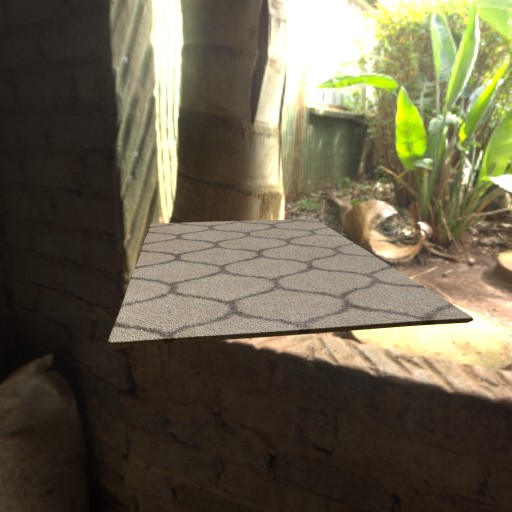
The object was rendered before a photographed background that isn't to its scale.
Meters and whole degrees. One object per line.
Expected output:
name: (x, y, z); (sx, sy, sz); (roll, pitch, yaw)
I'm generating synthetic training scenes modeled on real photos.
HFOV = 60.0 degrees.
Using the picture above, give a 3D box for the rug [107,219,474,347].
rug: (0.000, 0.000, 2.873); (1.501, 0.024, 2.348); (-2, 15, -9)
